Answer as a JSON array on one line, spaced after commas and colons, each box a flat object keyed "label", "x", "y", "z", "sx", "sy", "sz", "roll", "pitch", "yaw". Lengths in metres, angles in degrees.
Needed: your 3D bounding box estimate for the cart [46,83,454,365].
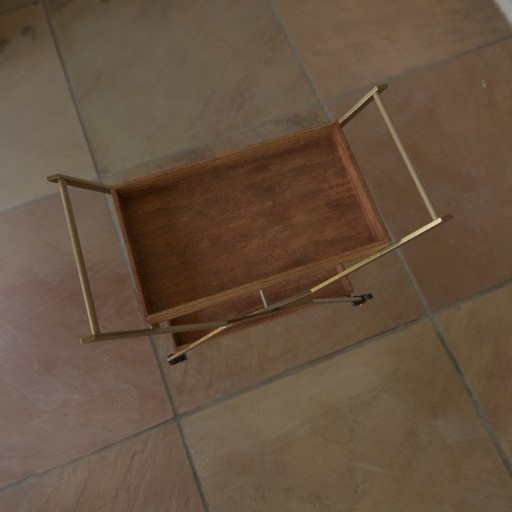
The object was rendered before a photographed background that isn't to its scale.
[{"label": "cart", "x": 0.000, "y": 0.000, "z": 1.361, "sx": 0.836, "sy": 0.869, "sz": 0.405, "roll": -18, "pitch": 74, "yaw": -5}]
